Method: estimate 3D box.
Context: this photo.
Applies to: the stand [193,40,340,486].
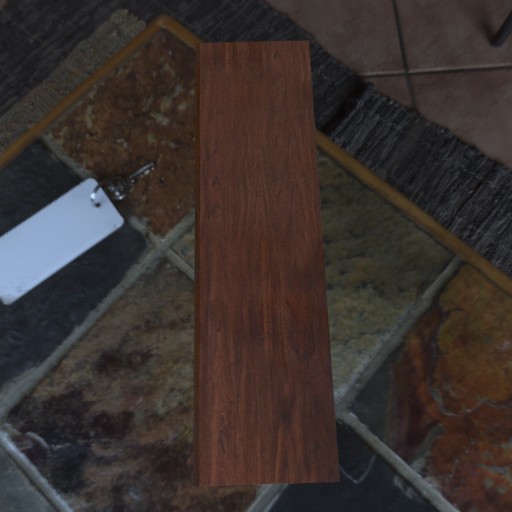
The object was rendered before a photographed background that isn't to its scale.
[{"bbox_3d":[0.000,0.000,1.879,0.481,0.610,1.626,-2,76,0],"label":"stand"}]
